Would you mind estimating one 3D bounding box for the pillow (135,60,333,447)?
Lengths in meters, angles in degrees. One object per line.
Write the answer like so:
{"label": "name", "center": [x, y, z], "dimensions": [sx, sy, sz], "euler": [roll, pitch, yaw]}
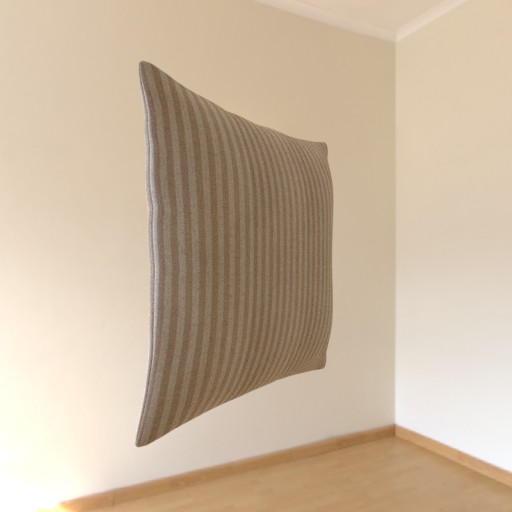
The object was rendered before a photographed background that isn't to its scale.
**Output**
{"label": "pillow", "center": [0.000, 0.000, 0.791], "dimensions": [0.166, 0.510, 0.523], "euler": [0, -1, 37]}
